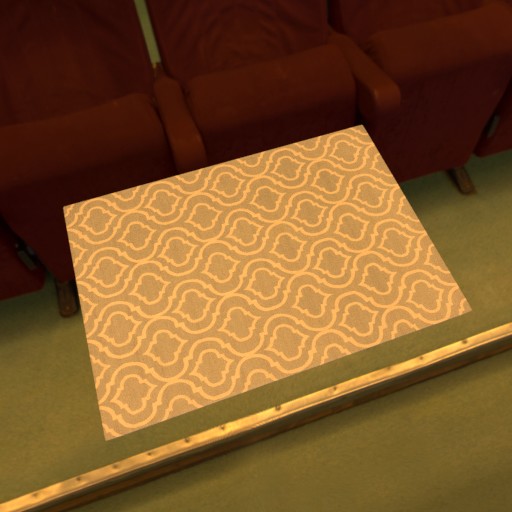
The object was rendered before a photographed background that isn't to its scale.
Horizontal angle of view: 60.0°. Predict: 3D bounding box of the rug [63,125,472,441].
[{"bbox_3d":[0.000,0.000,2.650,2.080,0.010,1.451,-17,65,-8],"label":"rug"}]
